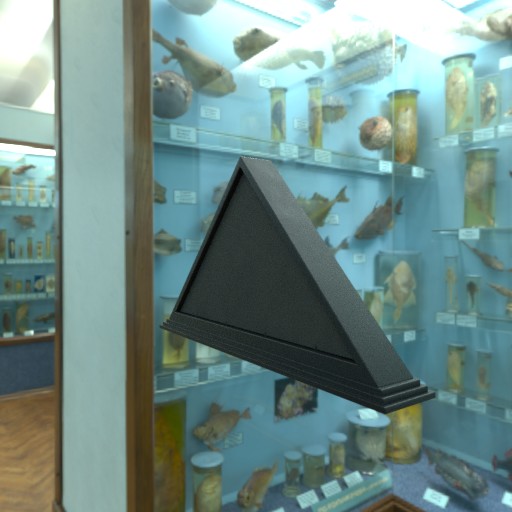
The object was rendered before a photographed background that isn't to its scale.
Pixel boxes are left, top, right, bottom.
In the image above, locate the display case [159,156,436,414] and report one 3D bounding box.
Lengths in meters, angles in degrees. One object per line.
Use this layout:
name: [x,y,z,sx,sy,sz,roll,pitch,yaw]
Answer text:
display case: [0.000,0.000,0.779,0.095,0.340,0.640,-1,2,-35]
